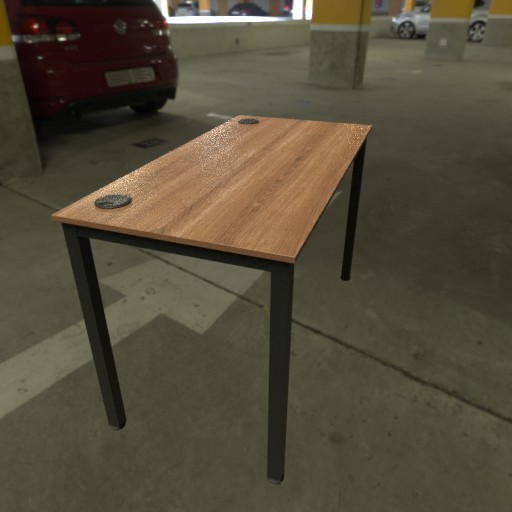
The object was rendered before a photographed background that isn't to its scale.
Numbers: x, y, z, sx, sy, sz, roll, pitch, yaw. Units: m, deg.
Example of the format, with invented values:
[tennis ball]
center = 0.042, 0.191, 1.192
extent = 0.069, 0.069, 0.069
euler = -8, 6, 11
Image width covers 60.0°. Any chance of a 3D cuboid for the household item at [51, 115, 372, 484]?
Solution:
[household item]
center = 0.000, 0.000, 1.635
extent = 0.600, 0.750, 1.200
euler = 10, 31, 17
